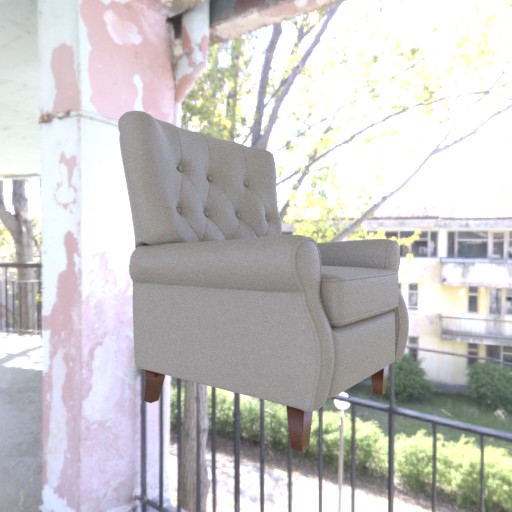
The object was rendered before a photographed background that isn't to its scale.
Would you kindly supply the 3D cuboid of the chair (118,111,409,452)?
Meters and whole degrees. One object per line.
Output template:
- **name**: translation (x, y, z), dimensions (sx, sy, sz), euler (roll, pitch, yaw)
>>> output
- **chair**: translation (0.000, 0.000, 1.853), dimensions (1.059, 1.158, 0.943), euler (1, 1, 37)
